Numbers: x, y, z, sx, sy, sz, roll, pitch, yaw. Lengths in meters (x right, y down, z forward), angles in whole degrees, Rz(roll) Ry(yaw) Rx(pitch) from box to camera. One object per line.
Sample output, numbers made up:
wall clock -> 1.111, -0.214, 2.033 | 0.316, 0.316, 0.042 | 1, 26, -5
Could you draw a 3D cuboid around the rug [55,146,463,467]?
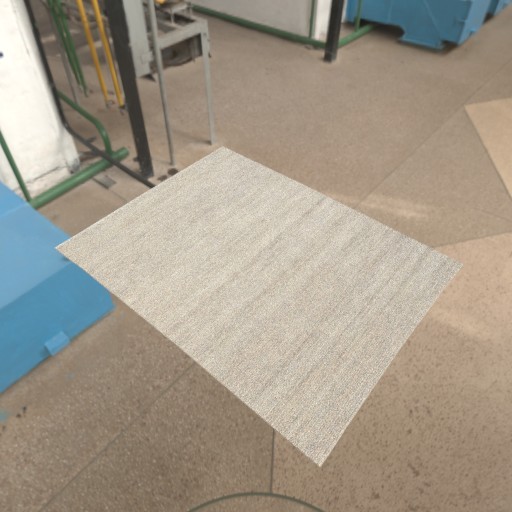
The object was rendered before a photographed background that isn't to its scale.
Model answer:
rug -> 0.000, 0.000, 4.901 | 3.626, 0.051, 2.757 | 32, 54, 27
